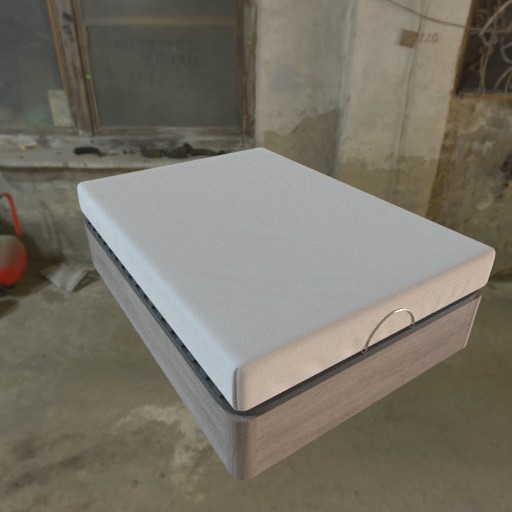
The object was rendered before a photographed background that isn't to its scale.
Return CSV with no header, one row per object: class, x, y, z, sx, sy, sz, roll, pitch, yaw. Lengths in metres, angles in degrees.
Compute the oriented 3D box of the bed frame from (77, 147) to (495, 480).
bed frame,0.000,0.000,2.468,1.400,0.561,1.900,-18,35,-28
